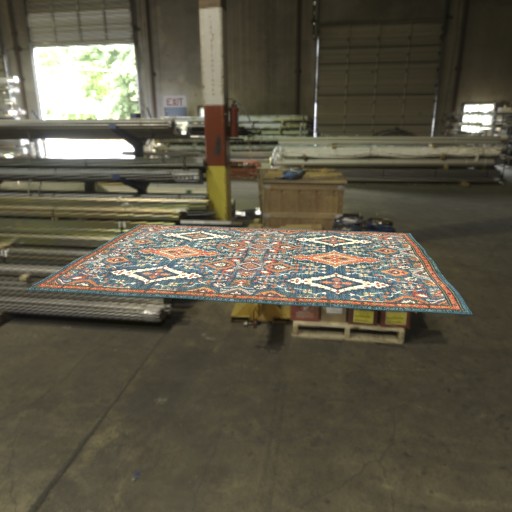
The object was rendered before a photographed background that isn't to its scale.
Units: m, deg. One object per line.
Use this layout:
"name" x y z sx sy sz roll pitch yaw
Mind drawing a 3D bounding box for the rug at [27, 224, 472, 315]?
"rug" 0.000 0.000 3.062 2.373 0.009 1.622 2 17 8
